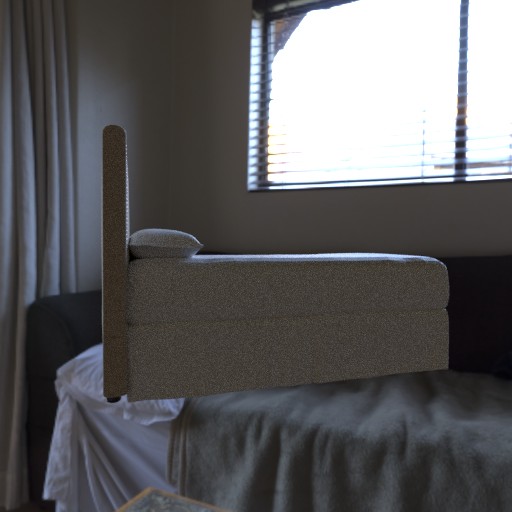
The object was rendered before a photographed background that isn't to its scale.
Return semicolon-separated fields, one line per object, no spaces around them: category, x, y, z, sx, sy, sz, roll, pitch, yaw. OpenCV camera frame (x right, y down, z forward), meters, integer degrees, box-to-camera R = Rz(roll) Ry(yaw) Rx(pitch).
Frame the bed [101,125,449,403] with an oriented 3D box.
bed;0.000;0.000;3.128;2.052;1.398;1.678;0;1;-19
